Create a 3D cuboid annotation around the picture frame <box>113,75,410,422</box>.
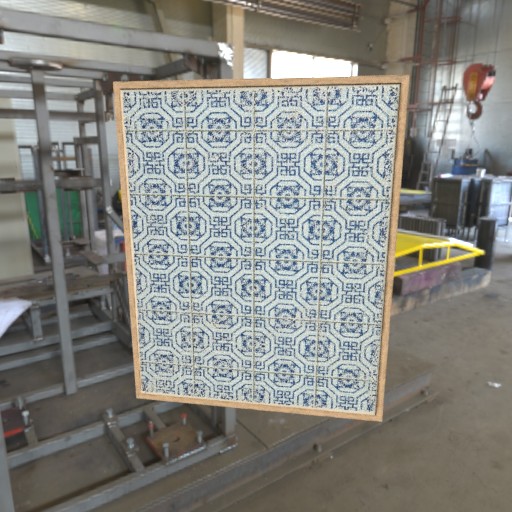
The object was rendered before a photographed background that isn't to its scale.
[{"bbox_3d":[0.000,0.000,0.709,0.421,0.526,0.046,2,14,9],"label":"picture frame"}]
